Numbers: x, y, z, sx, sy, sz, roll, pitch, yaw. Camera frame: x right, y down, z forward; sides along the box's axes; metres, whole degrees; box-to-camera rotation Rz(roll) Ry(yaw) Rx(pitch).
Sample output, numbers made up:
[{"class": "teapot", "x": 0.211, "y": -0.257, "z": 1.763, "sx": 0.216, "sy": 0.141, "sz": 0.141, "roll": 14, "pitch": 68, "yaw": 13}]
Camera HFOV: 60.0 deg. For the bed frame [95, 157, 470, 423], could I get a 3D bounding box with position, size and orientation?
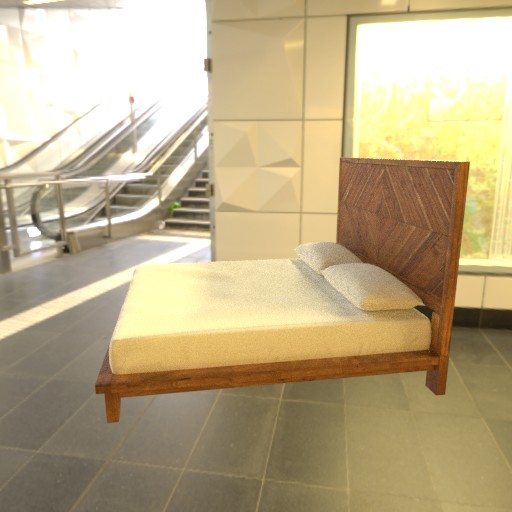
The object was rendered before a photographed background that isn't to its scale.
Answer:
[{"class": "bed frame", "x": 0.000, "y": 0.000, "z": 3.603, "sx": 2.235, "sy": 1.537, "sz": 2.038, "roll": -2, "pitch": 13, "yaw": -10}]
